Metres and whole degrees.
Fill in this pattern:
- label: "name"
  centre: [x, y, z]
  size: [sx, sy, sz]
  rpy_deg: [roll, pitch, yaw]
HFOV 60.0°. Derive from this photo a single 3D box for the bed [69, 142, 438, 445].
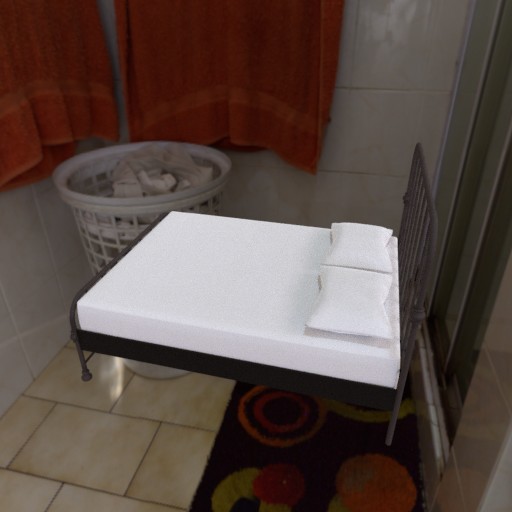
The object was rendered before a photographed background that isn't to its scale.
- label: "bed"
  centre: [0.000, 0.000, 3.186]
  size: [2.134, 1.446, 1.616]
  rpy_deg: [8, 31, 13]
